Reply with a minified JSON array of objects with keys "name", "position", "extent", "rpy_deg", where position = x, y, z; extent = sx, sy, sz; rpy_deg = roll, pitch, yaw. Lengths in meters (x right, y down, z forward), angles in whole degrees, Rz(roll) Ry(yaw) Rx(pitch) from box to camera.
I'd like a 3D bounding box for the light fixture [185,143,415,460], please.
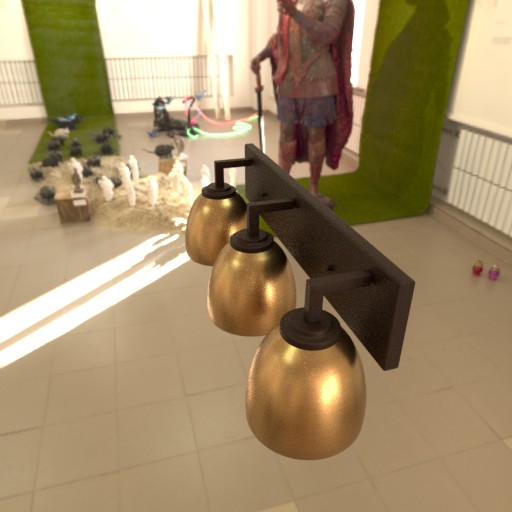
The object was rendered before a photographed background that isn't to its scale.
[{"name":"light fixture","position":[0.000,0.000,0.683],"extent":[0.157,0.204,0.582],"rpy_deg":[-8,30,-15]}]
